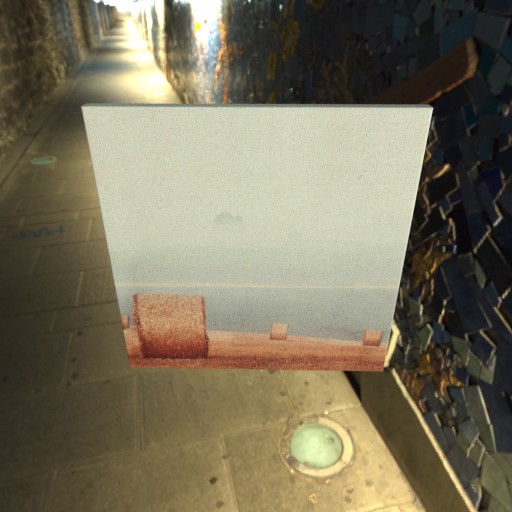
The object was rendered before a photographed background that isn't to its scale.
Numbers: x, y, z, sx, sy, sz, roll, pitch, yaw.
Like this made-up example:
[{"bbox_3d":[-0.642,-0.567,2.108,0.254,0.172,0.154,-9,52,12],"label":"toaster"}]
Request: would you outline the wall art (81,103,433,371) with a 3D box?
[{"bbox_3d":[0.000,0.000,0.923,0.605,0.605,0.034,1,30,1],"label":"wall art"}]
